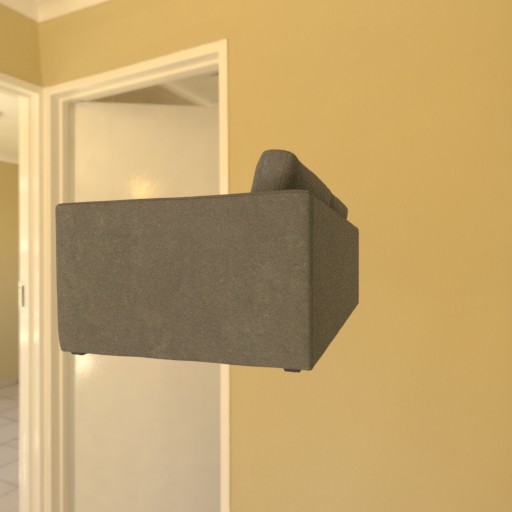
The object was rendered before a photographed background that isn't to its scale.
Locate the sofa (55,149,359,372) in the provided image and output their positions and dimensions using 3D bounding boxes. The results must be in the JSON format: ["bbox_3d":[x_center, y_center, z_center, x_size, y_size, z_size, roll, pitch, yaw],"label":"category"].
[{"bbox_3d":[0.000,0.000,2.751,1.092,0.838,2.257,0,0,17],"label":"sofa"}]
